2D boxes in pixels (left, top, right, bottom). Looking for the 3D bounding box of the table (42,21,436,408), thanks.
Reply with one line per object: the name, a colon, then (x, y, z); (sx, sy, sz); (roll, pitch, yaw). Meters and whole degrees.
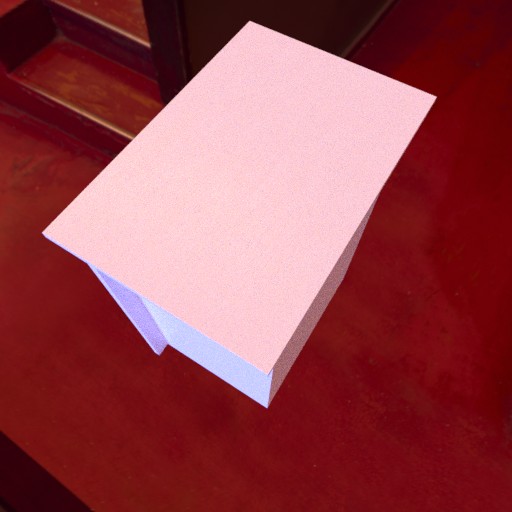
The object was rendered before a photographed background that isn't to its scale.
table: (0.000, 0.000, 1.056); (0.406, 0.711, 0.589); (29, 66, 14)
